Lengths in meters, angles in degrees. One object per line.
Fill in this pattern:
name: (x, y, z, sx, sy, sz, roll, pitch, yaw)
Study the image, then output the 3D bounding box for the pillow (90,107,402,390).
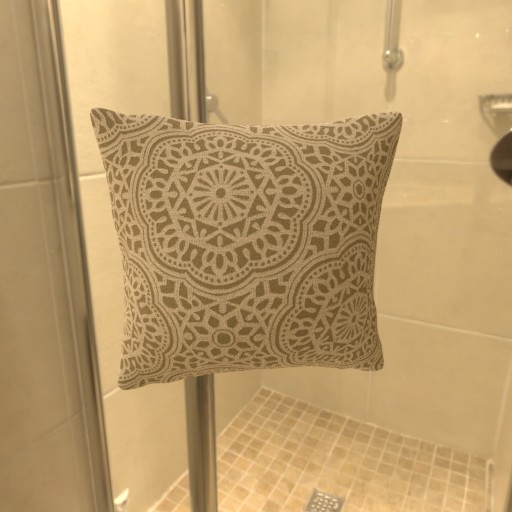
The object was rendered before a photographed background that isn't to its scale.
pillow: (0.000, 0.000, 0.666, 0.438, 0.421, 0.167, -2, 16, -8)
